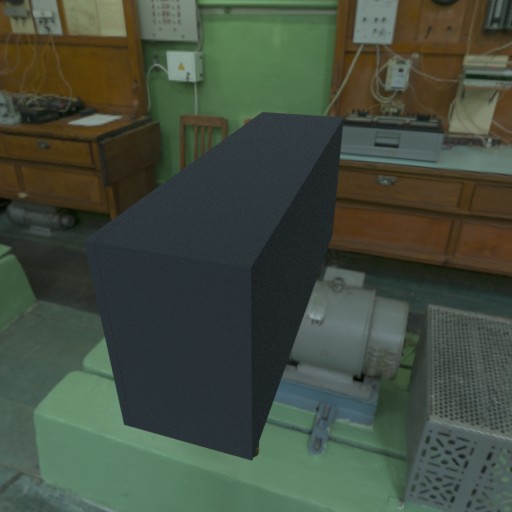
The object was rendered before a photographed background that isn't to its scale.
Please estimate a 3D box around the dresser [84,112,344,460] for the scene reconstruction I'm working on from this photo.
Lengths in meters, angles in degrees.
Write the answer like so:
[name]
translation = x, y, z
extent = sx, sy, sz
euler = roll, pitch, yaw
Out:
[dresser]
translation = 0.000, 0.000, 1.915
extent = 0.463, 0.872, 1.558
euler = 9, 31, 15
